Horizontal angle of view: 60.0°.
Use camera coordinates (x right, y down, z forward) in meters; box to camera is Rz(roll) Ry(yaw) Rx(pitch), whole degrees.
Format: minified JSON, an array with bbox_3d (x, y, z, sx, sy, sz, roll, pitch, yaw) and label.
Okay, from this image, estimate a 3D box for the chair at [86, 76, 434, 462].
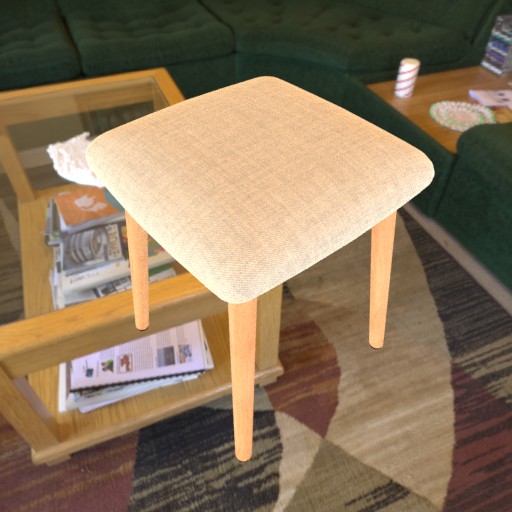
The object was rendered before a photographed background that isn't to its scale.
[{"bbox_3d":[0.000,0.000,0.702,0.350,0.440,0.350,-31,53,-26],"label":"chair"}]
